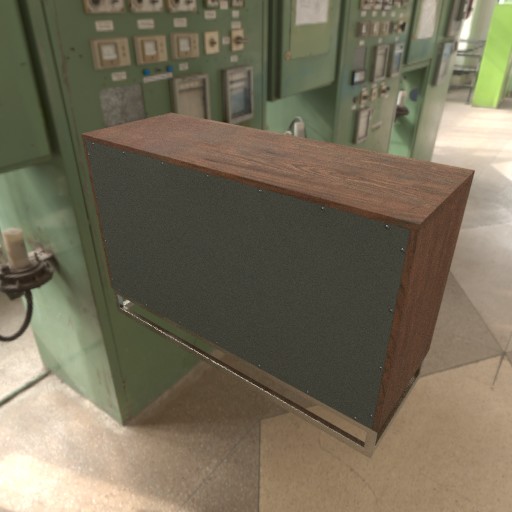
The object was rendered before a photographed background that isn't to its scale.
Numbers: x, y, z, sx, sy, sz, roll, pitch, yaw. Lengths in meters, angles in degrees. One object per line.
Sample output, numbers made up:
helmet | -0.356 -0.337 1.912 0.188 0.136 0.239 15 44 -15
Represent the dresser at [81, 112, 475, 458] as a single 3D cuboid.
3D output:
dresser | 0.000 0.000 2.170 1.646 1.061 0.623 21 36 32
